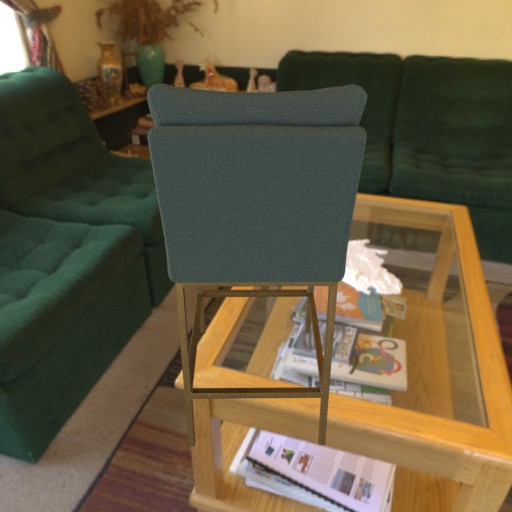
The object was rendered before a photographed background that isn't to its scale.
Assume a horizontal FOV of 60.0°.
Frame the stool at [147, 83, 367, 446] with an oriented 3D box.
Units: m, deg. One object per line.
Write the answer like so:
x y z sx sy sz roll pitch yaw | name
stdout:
0.000 0.000 1.315 0.463 1.032 0.568 0 31 0 | stool
